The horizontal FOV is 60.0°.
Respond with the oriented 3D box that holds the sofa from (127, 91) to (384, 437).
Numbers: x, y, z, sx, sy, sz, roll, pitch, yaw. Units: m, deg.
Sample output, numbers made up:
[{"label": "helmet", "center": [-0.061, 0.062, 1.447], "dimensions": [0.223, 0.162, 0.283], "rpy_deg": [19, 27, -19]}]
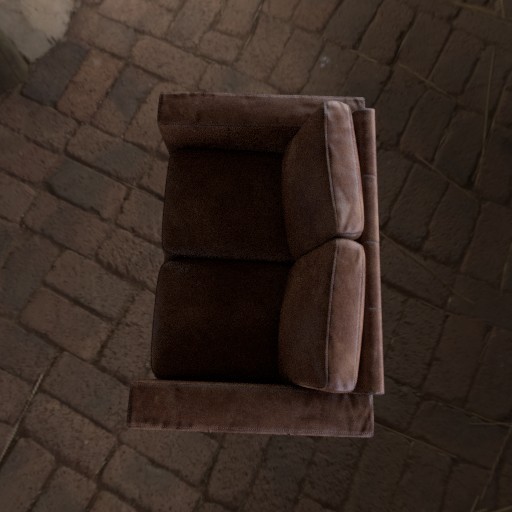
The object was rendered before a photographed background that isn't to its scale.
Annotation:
[{"label": "sofa", "center": [0.000, 0.000, 2.207], "dimensions": [1.041, 0.889, 1.626], "rpy_deg": [2, 76, 0]}]
